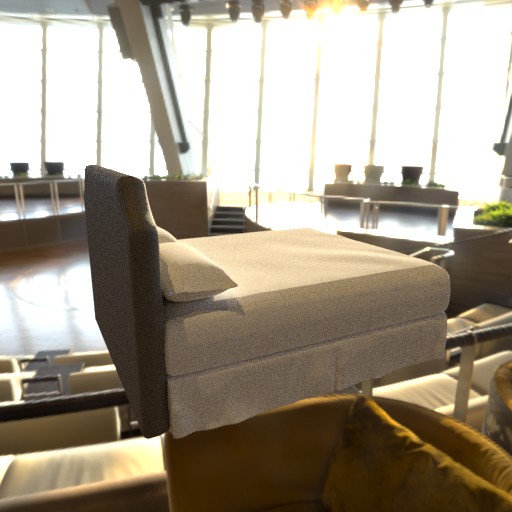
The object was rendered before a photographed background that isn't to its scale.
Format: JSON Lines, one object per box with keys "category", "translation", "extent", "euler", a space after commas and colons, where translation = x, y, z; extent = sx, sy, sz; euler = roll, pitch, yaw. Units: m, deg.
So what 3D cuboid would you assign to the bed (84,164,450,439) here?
{"category": "bed", "translation": [0.000, 0.000, 3.879], "extent": [2.536, 1.561, 2.194], "euler": [-7, 16, -26]}
